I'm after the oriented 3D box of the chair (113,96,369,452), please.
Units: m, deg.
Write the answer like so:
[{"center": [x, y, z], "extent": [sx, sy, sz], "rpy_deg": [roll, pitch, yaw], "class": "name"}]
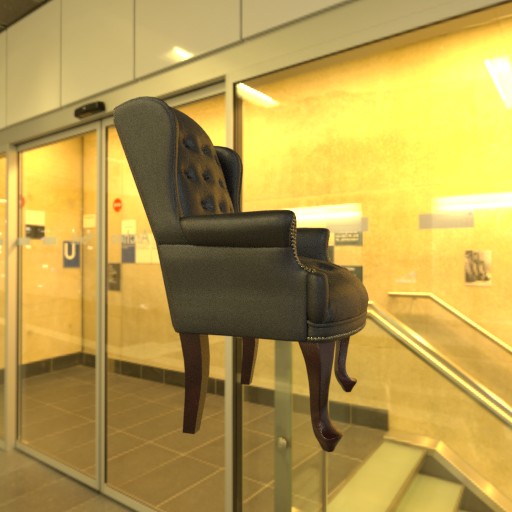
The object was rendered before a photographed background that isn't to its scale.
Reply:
[{"center": [0.000, 0.000, 1.666], "extent": [0.822, 1.133, 0.831], "rpy_deg": [0, 0, 17], "class": "chair"}]
